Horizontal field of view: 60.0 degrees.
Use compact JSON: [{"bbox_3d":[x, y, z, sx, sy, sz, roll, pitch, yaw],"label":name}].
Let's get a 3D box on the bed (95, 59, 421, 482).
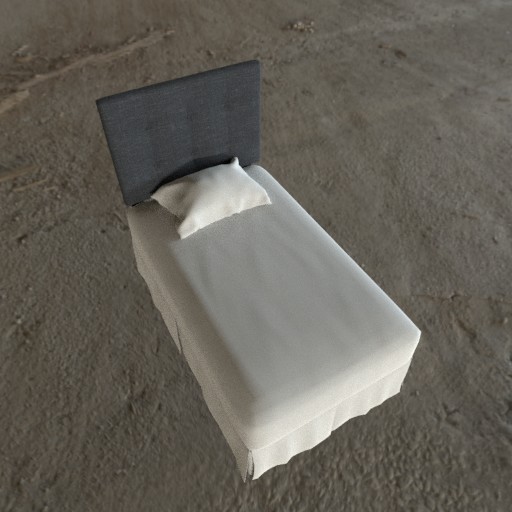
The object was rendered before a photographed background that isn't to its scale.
[{"bbox_3d":[0.000,0.000,2.871,1.261,1.571,1.997,-23,52,-20],"label":"bed"}]
